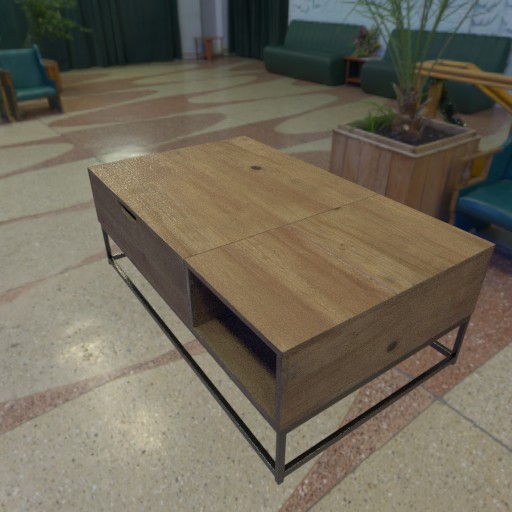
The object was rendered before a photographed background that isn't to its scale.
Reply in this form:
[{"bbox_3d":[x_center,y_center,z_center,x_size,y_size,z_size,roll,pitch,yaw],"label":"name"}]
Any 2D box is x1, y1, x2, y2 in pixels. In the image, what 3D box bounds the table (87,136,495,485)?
[{"bbox_3d":[0.000,0.000,1.402,0.655,0.395,1.101,-20,37,-29],"label":"table"}]
